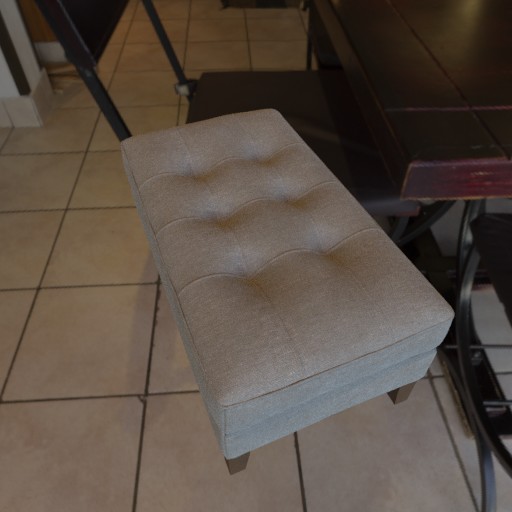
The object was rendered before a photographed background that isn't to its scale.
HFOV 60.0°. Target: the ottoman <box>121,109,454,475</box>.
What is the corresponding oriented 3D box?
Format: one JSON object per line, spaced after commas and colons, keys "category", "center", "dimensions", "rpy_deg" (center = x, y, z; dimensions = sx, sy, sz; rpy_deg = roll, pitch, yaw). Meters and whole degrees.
{"category": "ottoman", "center": [0.000, 0.000, 1.493], "dimensions": [0.648, 0.514, 1.143], "rpy_deg": [-17, 49, -15]}
